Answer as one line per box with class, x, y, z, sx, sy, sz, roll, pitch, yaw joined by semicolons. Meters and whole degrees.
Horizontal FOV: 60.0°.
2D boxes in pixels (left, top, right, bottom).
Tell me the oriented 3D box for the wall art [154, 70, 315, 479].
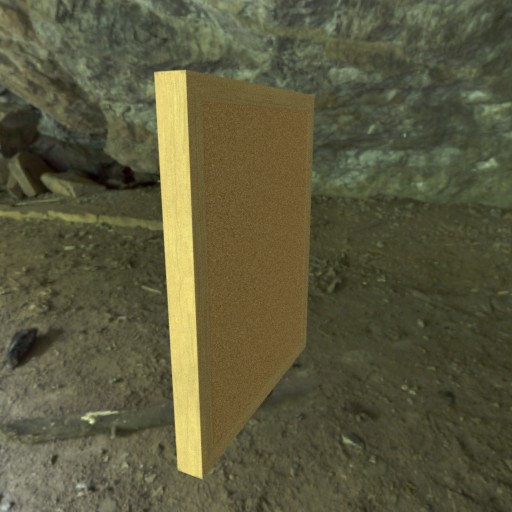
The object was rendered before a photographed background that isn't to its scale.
wall art;0.000;0.000;0.531;0.030;0.380;0.312;8;18;24
